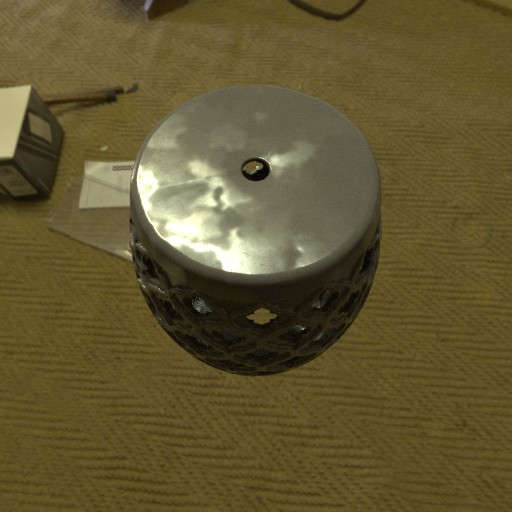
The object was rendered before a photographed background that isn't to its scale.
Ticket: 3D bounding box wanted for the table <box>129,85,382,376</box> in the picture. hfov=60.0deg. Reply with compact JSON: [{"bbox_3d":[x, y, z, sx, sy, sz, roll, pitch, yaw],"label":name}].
[{"bbox_3d":[0.000,0.000,0.631,0.325,0.388,0.325,0,62,0],"label":"table"}]
